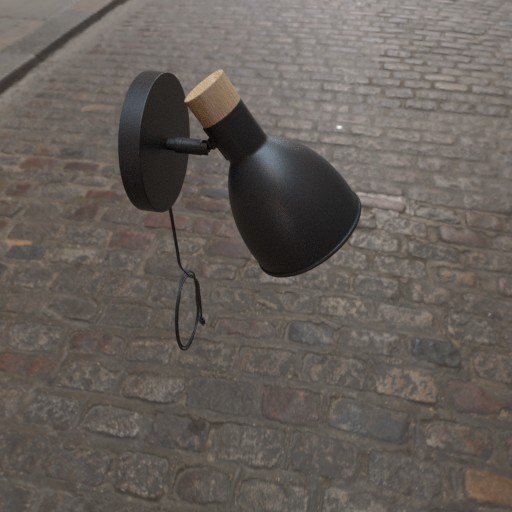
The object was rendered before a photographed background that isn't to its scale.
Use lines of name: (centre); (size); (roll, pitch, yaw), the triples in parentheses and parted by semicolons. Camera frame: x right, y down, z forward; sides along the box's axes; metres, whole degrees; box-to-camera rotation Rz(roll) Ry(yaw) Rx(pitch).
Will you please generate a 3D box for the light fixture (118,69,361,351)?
light fixture: (0.000, 0.000, 0.491); (0.203, 0.401, 0.127); (8, 46, 8)
